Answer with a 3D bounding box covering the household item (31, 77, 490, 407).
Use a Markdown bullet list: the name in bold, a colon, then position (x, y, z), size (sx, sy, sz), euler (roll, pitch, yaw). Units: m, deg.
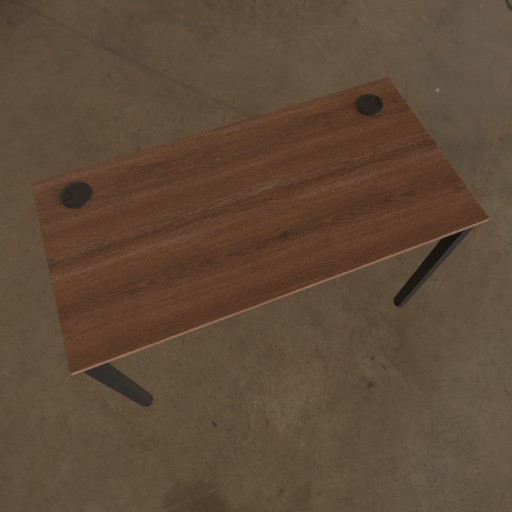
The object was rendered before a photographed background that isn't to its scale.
- **household item**: position (0.000, 0.000, 1.622), size (1.200, 0.750, 0.600), euler (-19, 66, -9)
